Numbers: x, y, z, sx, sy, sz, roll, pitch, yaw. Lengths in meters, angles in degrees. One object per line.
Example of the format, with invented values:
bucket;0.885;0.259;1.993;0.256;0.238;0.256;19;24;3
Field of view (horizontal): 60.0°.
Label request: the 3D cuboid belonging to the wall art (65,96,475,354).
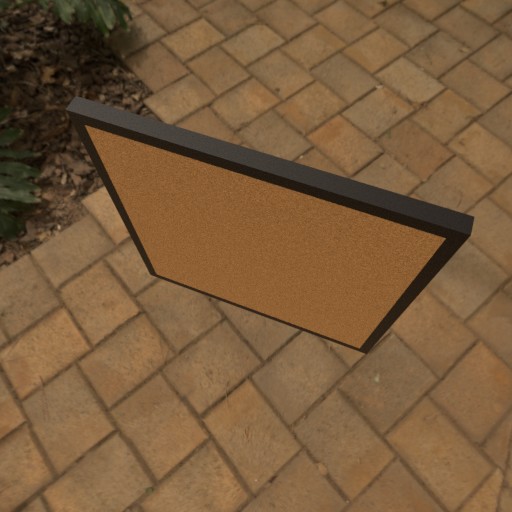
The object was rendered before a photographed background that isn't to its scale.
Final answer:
wall art;0.000;0.000;1.128;0.762;0.762;0.038;19;65;9
